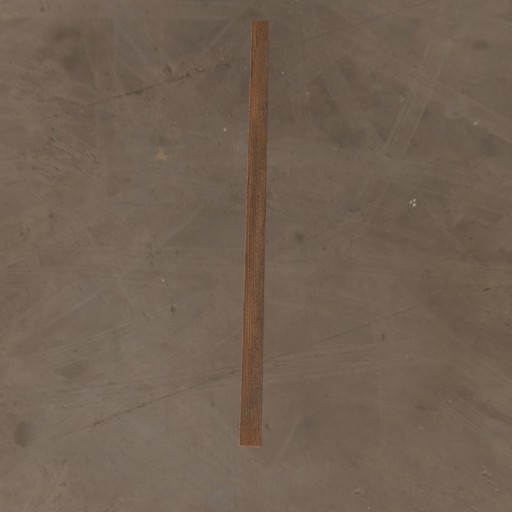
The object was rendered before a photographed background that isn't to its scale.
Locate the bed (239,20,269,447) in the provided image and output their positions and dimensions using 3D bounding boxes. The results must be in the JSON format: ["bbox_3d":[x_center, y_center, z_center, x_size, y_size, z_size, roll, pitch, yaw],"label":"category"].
[{"bbox_3d":[0.000,0.000,1.498,0.046,0.942,1.046,1,76,0],"label":"bed"}]
